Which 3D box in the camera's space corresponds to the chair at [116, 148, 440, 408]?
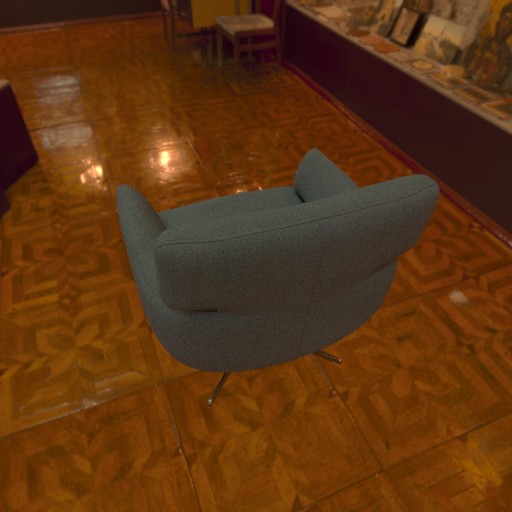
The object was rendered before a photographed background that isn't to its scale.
[{"bbox_3d":[0.000,0.000,1.360,0.738,0.813,0.761,-14,44,-14],"label":"chair"}]
